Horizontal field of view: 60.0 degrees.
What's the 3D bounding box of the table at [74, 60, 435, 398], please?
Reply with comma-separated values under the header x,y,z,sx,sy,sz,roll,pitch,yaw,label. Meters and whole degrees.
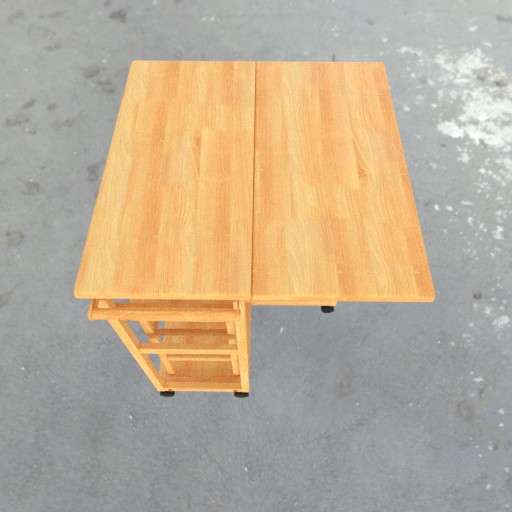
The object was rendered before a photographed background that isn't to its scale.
x,y,z,sx,sy,sz,roll,pitch,yaw,label
0.000,0.000,1.374,0.693,0.832,0.752,1,58,0,table
